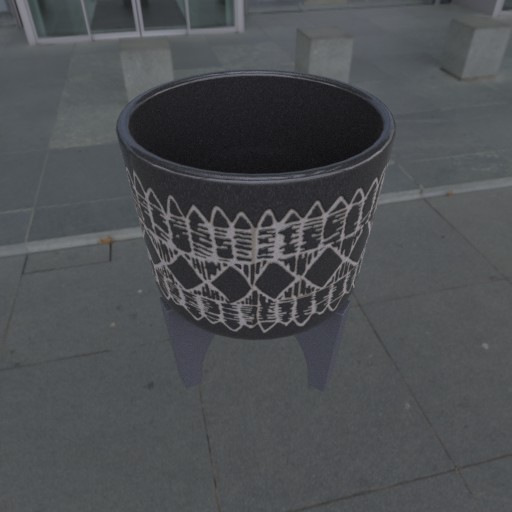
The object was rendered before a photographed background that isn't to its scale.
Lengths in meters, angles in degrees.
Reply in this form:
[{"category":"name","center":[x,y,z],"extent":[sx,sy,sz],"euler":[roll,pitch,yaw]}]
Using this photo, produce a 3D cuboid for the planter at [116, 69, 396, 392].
[{"category":"planter","center":[0.000,0.000,0.265],"extent":[0.129,0.177,0.129],"euler":[0,40,0]}]
